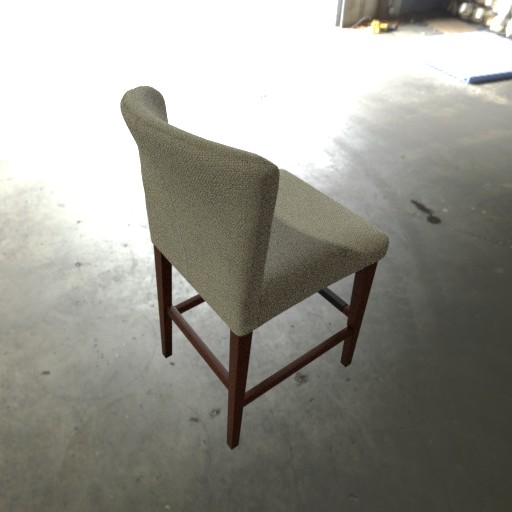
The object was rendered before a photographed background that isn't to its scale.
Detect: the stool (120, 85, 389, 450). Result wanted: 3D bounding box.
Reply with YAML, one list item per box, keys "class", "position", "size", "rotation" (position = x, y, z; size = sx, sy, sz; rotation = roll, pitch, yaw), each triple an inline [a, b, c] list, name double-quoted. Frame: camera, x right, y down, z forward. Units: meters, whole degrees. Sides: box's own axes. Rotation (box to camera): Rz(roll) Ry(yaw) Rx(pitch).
- class: "stool"
  position: [0.000, 0.000, 1.263]
  size: [0.568, 0.969, 0.481]
  rotation: [-26, 47, -27]
